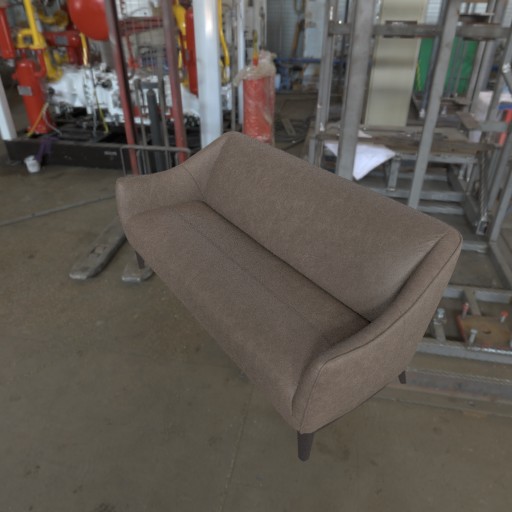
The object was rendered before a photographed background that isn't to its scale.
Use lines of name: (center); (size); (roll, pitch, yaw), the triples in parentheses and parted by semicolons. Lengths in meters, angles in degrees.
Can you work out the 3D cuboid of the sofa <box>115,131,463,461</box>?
sofa: (0.000, 0.000, 2.377); (0.869, 0.831, 1.928); (-20, 37, -29)
